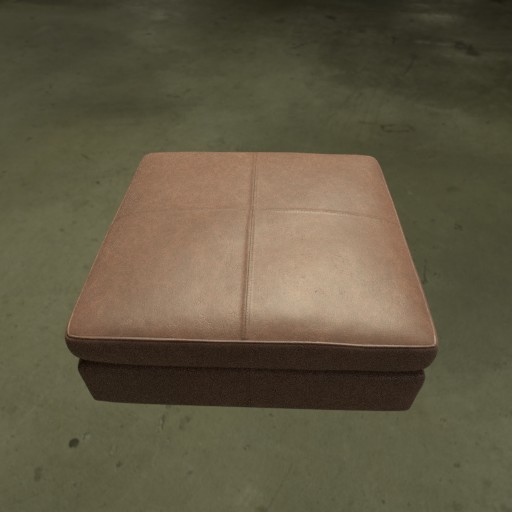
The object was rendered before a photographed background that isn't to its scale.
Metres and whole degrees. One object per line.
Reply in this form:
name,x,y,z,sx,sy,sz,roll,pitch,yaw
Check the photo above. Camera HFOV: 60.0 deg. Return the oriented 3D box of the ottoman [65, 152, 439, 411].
ottoman,0.000,0.000,1.840,1.168,0.490,1.168,1,42,1
